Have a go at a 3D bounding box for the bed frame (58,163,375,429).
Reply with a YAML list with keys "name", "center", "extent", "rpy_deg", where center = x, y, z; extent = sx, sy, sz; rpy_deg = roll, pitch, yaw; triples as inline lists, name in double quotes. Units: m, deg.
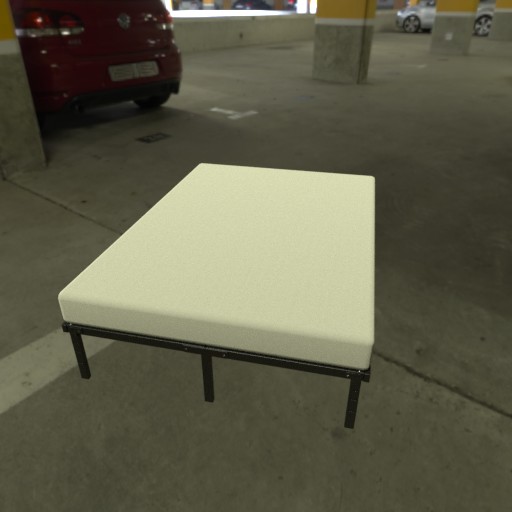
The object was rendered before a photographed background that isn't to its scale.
- name: "bed frame"
  center: [0.000, 0.000, 3.753]
  extent: [2.205, 0.680, 2.842]
  rpy_deg: [10, 31, 18]
